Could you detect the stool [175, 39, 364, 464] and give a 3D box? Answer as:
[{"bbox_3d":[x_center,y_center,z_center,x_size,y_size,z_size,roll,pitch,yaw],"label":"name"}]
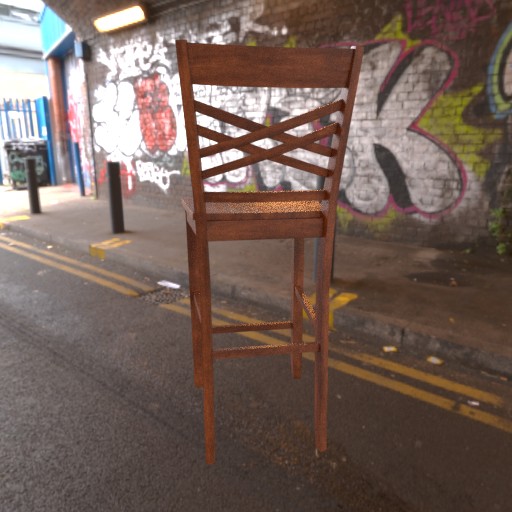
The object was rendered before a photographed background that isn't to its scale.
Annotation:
[{"bbox_3d":[0.000,0.000,1.348,0.433,1.105,0.487,-2,14,-9],"label":"stool"}]
